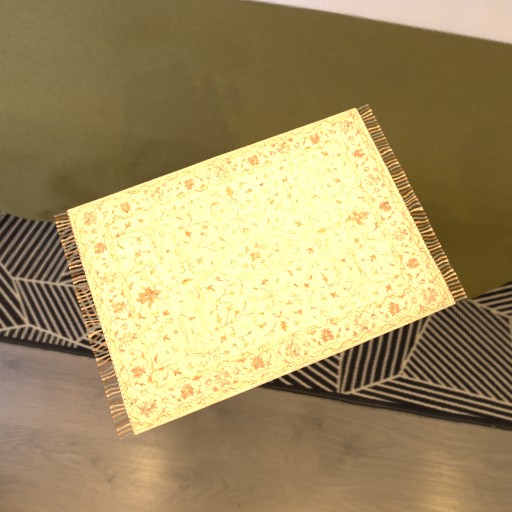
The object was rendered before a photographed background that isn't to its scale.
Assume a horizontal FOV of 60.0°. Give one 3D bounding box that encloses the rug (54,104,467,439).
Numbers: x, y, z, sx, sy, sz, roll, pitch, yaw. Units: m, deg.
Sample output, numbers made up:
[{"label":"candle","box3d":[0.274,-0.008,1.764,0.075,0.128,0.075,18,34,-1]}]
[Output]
[{"label":"rug","box3d":[0.000,0.000,2.315,1.861,0.017,1.218,-21,76,-5]}]
